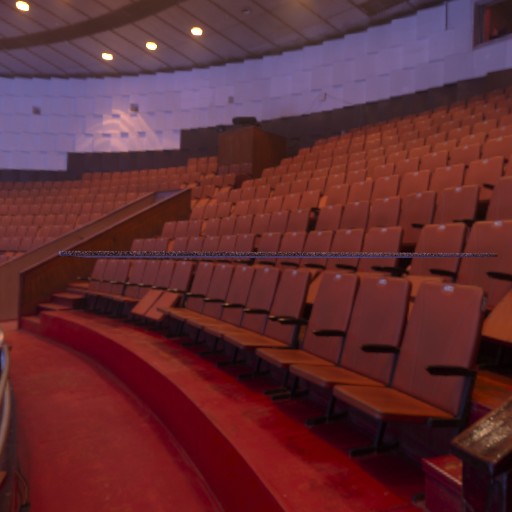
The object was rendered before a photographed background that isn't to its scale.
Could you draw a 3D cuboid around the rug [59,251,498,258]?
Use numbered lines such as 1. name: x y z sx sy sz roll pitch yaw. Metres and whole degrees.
1. rug: 0.000 0.000 3.944 3.000 0.025 2.401 0 -1 -19
